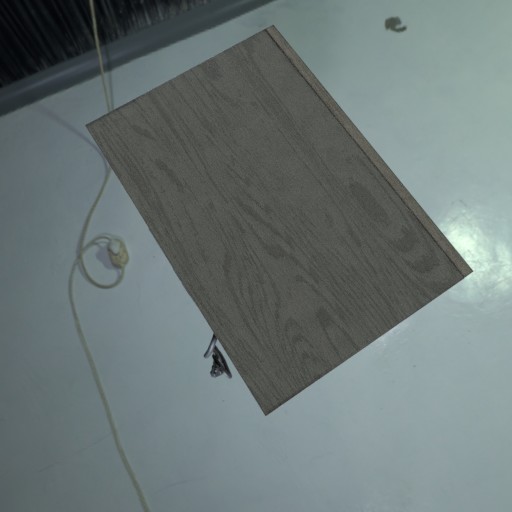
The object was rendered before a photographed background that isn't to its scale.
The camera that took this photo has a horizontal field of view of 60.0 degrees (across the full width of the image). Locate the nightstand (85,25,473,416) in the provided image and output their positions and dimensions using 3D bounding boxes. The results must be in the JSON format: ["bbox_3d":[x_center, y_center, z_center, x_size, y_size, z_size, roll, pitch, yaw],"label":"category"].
[{"bbox_3d":[0.000,0.000,1.104,0.483,0.673,0.612,-32,76,-9],"label":"nightstand"}]
